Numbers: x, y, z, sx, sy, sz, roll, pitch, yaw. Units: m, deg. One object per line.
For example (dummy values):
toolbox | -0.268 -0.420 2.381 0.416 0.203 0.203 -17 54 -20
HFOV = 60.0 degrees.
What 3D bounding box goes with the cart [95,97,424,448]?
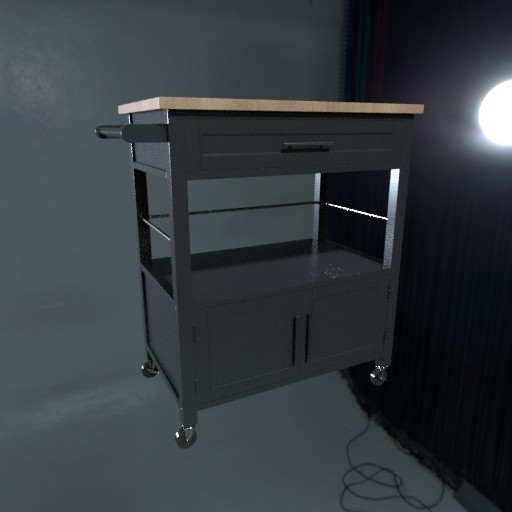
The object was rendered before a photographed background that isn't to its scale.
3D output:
cart | 0.000 0.000 1.395 0.840 0.901 0.459 -8 18 -26
